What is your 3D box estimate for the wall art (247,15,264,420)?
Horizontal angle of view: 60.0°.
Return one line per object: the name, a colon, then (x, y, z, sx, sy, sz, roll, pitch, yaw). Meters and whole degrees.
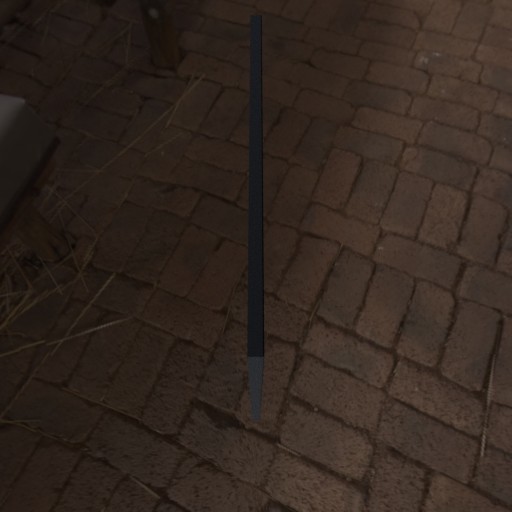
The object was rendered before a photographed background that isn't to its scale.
wall art: (0.000, 0.000, 0.497, 0.010, 0.361, 0.311, 0, 64, 0)
